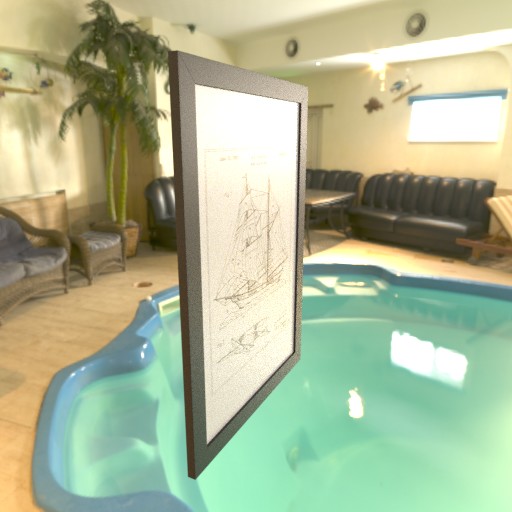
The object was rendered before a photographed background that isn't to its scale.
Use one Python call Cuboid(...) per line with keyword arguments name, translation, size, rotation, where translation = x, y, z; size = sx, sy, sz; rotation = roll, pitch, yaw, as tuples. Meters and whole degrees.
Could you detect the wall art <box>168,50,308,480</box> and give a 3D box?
Cuboid(name="wall art", translation=(0.000, 0.000, 0.695), size=(0.013, 0.534, 0.381), rotation=(8, 17, 26))
